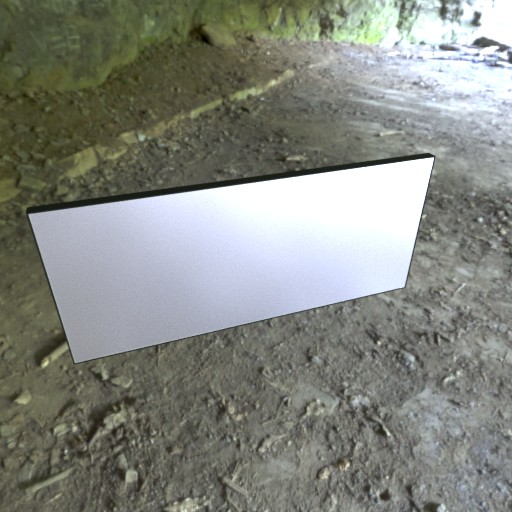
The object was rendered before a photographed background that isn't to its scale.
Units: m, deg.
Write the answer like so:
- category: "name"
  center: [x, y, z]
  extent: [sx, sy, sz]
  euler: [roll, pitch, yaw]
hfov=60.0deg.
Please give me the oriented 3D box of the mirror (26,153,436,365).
- category: "mirror"
  center: [0.000, 0.000, 1.849]
  extent: [1.584, 0.692, 0.047]
  euler: [-11, 34, -16]
